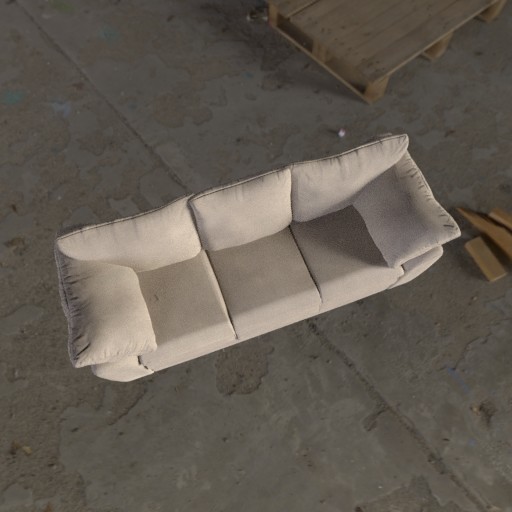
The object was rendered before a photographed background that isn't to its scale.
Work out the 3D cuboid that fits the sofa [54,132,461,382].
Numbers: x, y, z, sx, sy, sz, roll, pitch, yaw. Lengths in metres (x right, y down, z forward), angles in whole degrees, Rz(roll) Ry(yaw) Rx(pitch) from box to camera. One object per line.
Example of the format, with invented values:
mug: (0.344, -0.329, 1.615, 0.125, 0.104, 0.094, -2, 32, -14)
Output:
sofa: (0.000, 0.000, 2.880, 2.334, 0.996, 0.878, -18, 65, -9)
